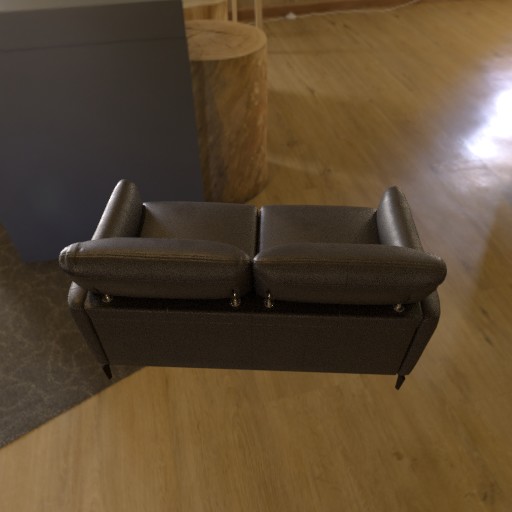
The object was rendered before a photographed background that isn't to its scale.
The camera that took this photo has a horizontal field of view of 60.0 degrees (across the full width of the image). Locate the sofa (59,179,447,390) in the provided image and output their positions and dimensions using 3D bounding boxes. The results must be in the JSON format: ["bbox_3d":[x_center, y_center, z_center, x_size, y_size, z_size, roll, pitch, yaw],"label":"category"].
[{"bbox_3d":[0.000,0.000,2.193,1.596,0.920,0.958,2,48,2],"label":"sofa"}]
